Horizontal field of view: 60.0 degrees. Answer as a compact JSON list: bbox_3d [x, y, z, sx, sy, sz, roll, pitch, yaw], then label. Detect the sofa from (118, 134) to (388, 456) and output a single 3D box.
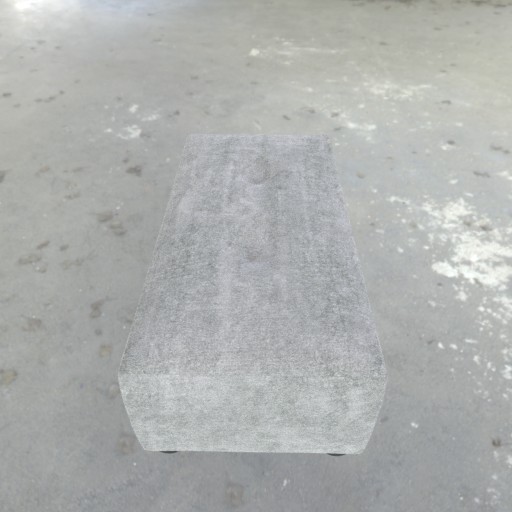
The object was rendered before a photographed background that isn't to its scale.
[{"bbox_3d":[0.000,0.000,1.168,0.480,0.330,0.930,1,41,1],"label":"sofa"}]
